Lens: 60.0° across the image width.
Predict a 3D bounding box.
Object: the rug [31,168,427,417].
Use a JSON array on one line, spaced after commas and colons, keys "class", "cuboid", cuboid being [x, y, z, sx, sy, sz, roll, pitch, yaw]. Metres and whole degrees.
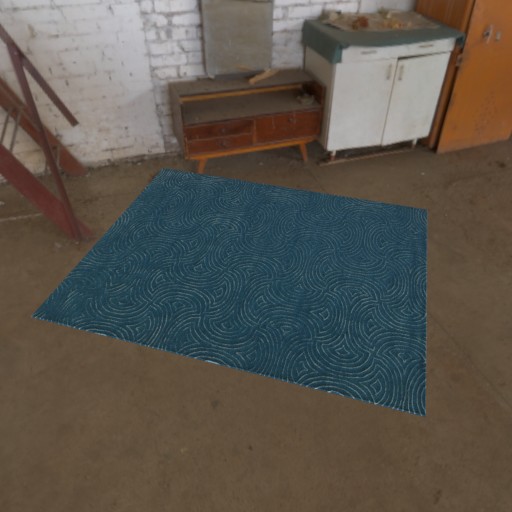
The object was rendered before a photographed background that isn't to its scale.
[{"class": "rug", "cuboid": [0.000, 0.000, 4.098, 3.033, 0.012, 2.432, 11, 42, 12]}]
